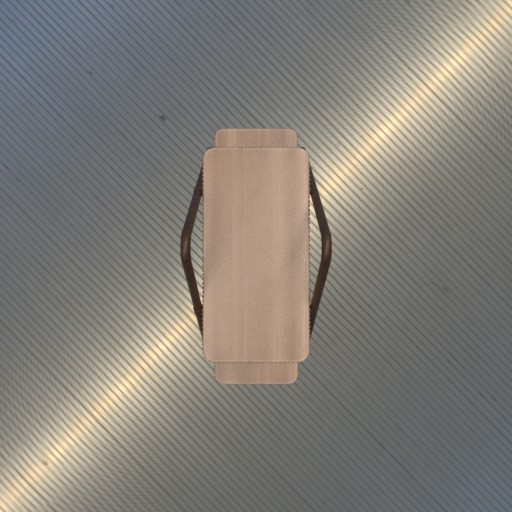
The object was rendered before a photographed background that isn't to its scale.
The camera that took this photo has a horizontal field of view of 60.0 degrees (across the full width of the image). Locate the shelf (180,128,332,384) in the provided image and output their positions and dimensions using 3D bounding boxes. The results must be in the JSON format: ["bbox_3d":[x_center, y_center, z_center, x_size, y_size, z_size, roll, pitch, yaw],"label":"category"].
[{"bbox_3d":[0.000,0.000,1.062,0.234,0.774,0.609,0,89,0],"label":"shelf"}]
